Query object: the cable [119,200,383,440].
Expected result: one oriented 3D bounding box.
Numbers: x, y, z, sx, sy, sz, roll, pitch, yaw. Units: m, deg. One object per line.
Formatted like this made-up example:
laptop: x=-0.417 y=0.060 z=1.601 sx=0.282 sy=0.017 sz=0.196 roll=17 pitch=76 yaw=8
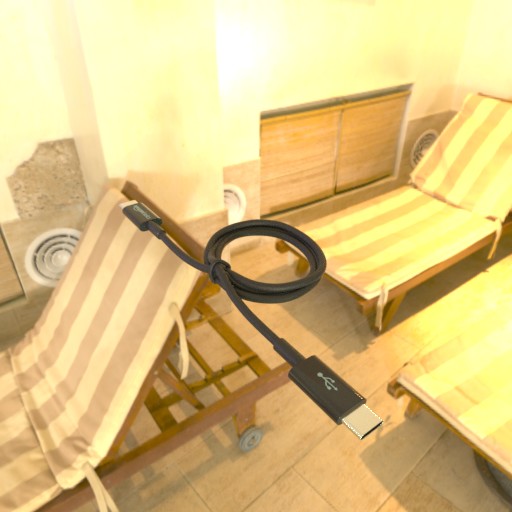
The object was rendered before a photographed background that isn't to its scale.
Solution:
cable: x=0.000 y=0.000 z=0.224 sx=0.070 sy=0.014 sz=0.203 roll=-22 pitch=39 yaw=-30
